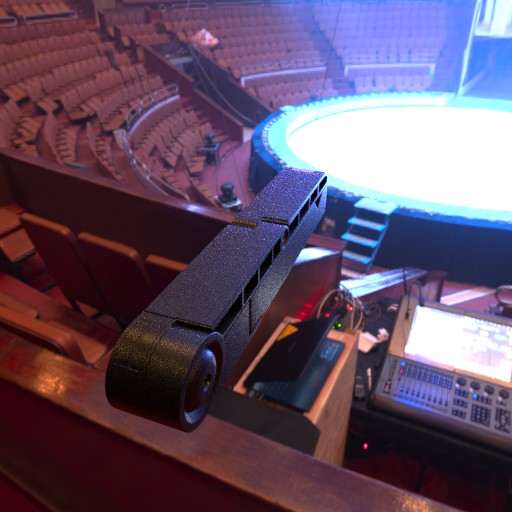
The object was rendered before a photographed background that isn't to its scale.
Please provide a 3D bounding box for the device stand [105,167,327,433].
[{"bbox_3d":[0.000,0.000,0.196,0.026,0.030,0.179,11,32,18],"label":"device stand"}]
